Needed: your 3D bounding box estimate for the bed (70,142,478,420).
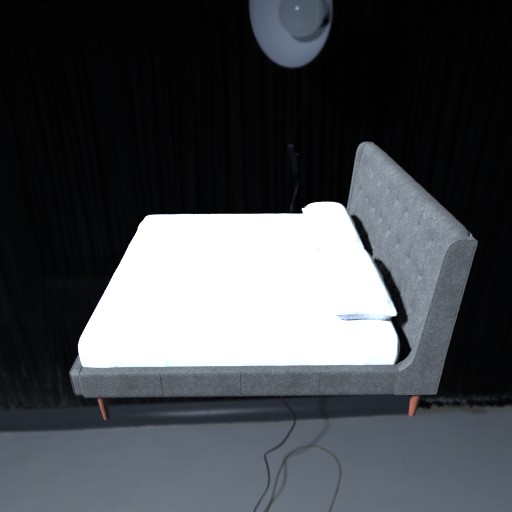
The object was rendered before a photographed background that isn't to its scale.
[{"bbox_3d":[0.000,0.000,2.509,1.638,0.933,1.531,0,27,-1],"label":"bed"}]
